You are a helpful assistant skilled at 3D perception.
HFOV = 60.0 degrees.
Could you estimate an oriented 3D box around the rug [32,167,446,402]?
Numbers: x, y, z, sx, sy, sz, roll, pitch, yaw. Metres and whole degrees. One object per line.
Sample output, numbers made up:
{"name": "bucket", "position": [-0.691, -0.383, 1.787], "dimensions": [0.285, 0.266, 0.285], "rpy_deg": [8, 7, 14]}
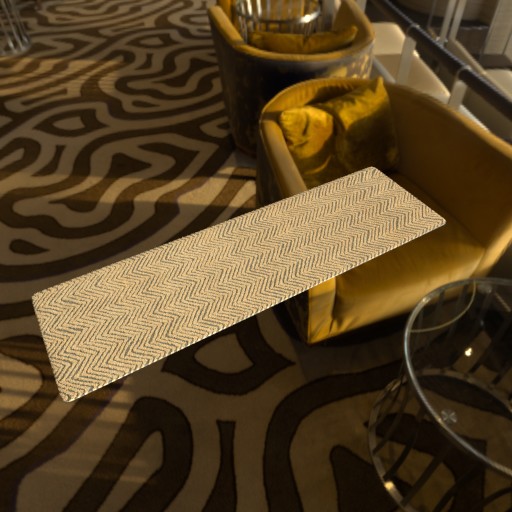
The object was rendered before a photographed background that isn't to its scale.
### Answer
{"name": "rug", "position": [0.000, 0.000, 2.476], "dimensions": [2.286, 0.008, 0.686], "rpy_deg": [-23, 50, -21]}
